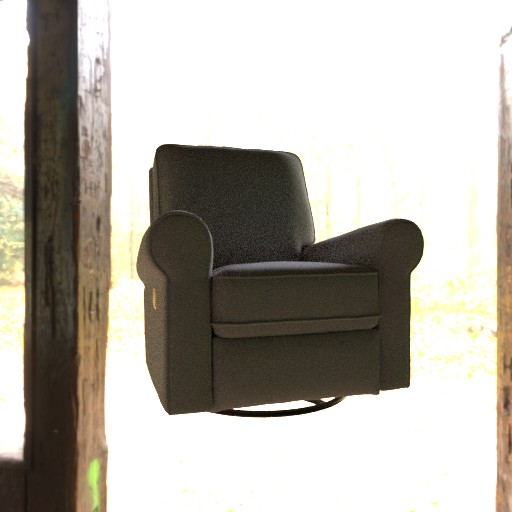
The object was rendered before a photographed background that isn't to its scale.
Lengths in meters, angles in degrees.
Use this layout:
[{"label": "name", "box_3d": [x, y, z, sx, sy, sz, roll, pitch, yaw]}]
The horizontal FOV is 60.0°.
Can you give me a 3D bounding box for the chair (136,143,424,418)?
[{"label": "chair", "box_3d": [0.000, 0.000, 1.679, 0.890, 0.960, 0.878, 0, 0, -19]}]
